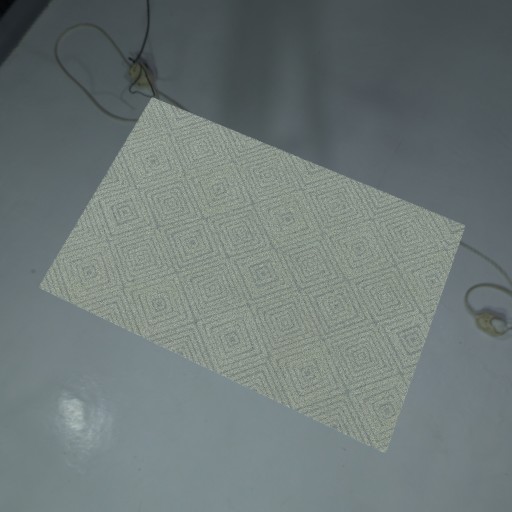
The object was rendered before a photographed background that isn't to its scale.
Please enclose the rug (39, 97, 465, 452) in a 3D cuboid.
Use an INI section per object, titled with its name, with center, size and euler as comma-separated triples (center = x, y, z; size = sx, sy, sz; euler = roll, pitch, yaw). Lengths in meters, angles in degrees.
[rug]
center = 0.000, 0.000, 2.152
size = 1.753, 0.008, 1.143
euler = 24, 76, 6
